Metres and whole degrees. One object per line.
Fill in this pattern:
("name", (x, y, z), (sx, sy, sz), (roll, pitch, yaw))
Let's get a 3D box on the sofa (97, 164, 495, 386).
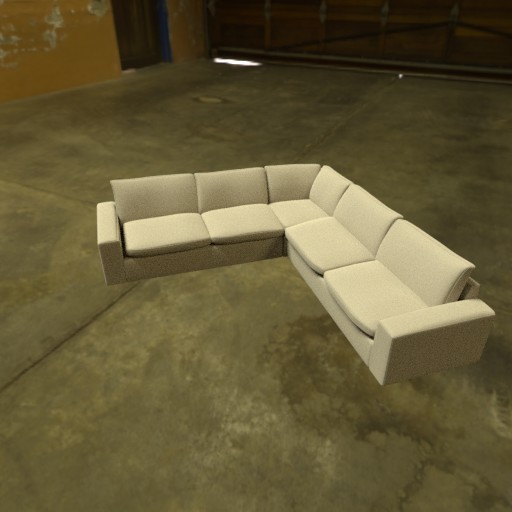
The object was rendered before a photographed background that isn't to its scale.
("sofa", (0.000, 0.000, 4.545), (3.066, 0.918, 3.206), (-9, 32, -15))
